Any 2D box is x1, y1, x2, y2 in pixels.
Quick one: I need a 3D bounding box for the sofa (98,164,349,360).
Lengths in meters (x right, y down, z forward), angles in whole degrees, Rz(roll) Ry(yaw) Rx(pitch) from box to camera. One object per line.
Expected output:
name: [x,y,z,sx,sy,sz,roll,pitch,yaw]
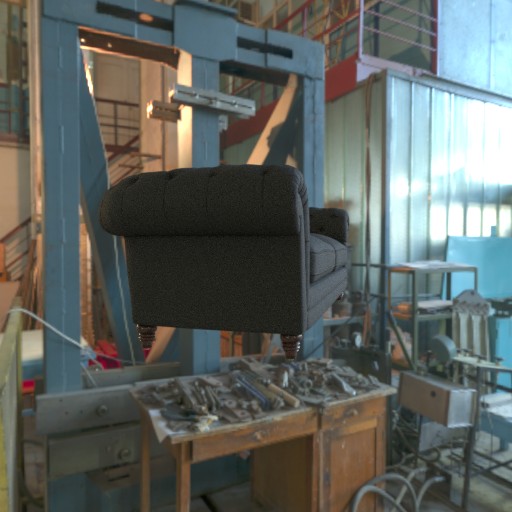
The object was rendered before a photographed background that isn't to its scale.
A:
sofa: [0.000,0.000,2.748,0.991,0.762,2.362,0,2,16]
